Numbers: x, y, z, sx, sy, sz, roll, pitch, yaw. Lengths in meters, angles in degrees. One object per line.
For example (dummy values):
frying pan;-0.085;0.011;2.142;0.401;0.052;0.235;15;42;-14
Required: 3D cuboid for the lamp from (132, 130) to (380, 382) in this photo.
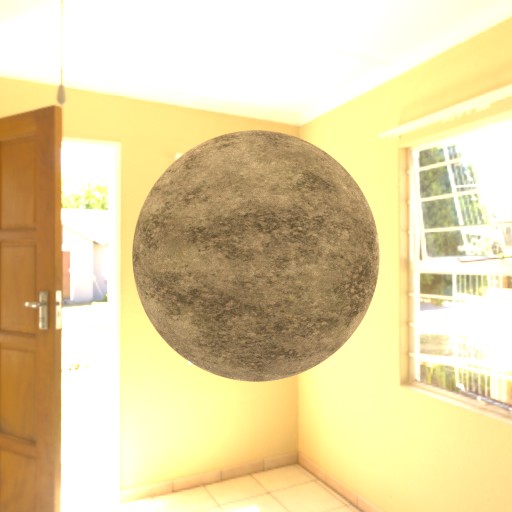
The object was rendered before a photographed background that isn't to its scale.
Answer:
lamp;0.000;0.000;0.784;0.422;0.429;0.422;0;-1;0
